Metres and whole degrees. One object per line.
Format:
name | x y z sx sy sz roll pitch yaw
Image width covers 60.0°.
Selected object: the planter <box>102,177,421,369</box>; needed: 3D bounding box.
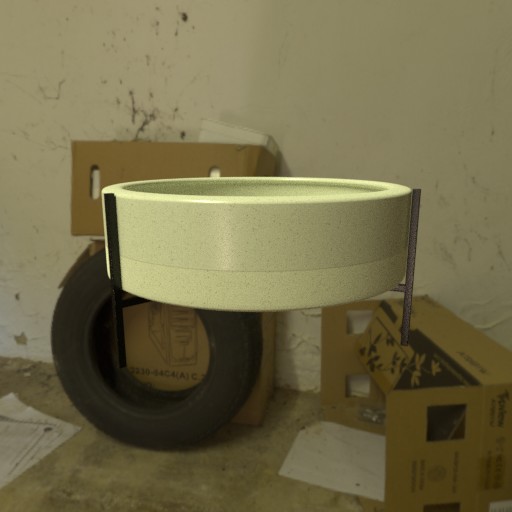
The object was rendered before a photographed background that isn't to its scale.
planter | 0.000 0.000 0.528 0.336 0.171 0.345 -2 13 -10
